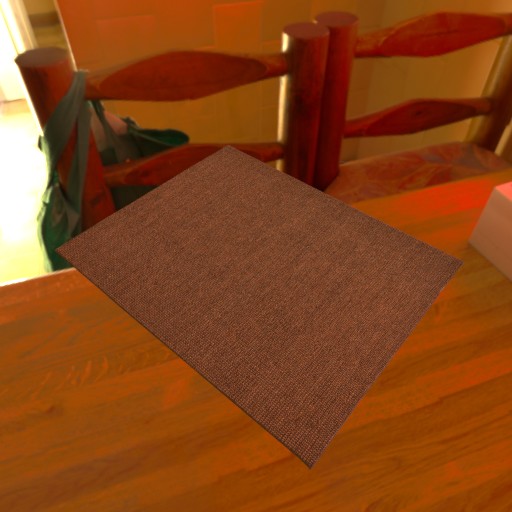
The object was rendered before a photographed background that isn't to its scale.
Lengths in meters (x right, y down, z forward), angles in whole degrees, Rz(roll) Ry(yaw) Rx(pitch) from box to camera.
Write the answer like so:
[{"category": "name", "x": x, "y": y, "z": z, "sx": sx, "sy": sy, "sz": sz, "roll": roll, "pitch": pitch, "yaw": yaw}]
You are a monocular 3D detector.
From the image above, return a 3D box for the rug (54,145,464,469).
[{"category": "rug", "x": 0.000, "y": 0.000, "z": 4.225, "sx": 3.068, "sy": 0.021, "sz": 2.456, "roll": 32, "pitch": 54, "yaw": 27}]
